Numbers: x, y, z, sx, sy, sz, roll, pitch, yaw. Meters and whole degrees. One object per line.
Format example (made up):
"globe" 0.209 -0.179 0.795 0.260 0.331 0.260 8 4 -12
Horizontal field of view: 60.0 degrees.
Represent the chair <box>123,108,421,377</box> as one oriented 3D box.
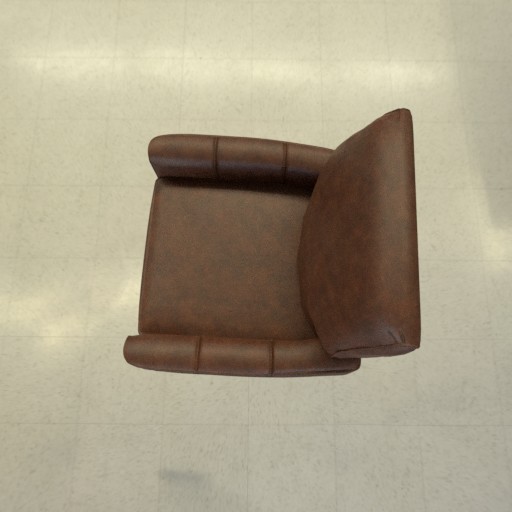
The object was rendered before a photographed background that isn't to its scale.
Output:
"chair" 0.000 0.000 1.590 0.850 1.010 0.839 3 76 1
